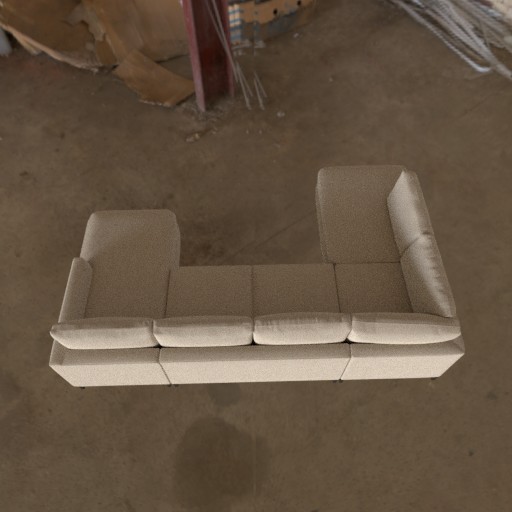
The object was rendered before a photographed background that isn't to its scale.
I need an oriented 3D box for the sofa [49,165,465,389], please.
[{"bbox_3d":[0.000,0.000,3.775,2.984,0.862,1.989,-1,57,-1],"label":"sofa"}]
